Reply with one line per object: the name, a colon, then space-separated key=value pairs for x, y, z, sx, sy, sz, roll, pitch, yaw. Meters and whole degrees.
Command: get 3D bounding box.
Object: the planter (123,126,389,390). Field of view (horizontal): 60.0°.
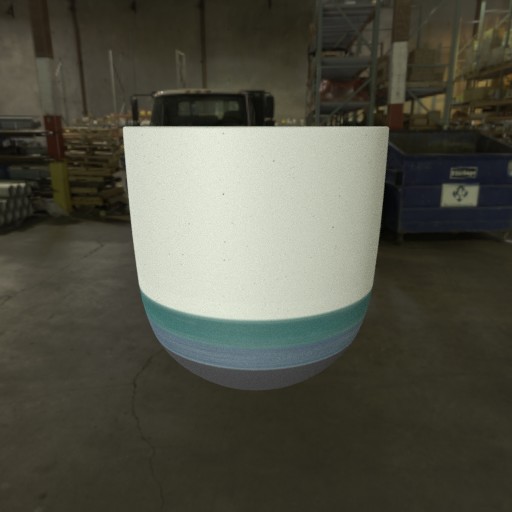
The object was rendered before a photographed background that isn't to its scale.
planter: x=0.000 y=0.000 z=0.382 sx=0.204 sy=0.214 sz=0.204 roll=0 pitch=16 yaw=0
